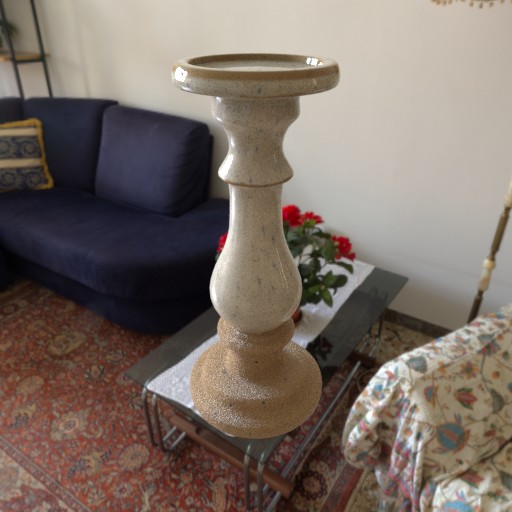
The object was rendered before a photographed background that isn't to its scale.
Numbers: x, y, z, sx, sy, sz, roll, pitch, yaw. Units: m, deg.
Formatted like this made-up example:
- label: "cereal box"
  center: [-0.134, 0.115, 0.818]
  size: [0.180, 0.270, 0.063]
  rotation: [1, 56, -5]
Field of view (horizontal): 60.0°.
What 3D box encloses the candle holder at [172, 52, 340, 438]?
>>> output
- label: "candle holder"
  center: [0.000, 0.000, 0.250]
  size: [0.088, 0.203, 0.088]
  rotation: [0, 30, 0]
